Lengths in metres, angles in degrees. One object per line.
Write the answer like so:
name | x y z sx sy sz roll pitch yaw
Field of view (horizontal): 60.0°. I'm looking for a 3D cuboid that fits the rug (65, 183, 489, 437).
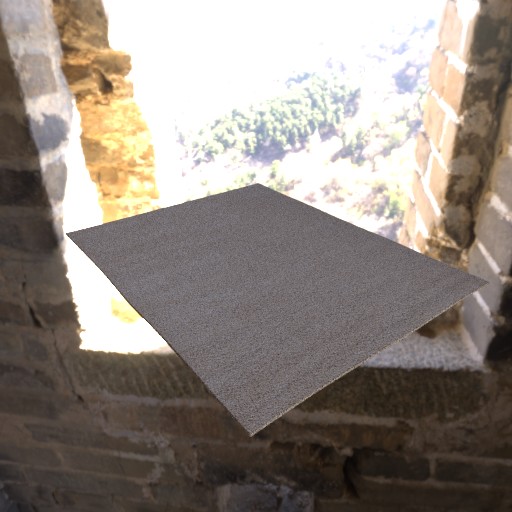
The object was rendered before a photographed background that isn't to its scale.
rug | 0.000 0.000 3.942 2.400 0.026 3.000 -20 35 -32
